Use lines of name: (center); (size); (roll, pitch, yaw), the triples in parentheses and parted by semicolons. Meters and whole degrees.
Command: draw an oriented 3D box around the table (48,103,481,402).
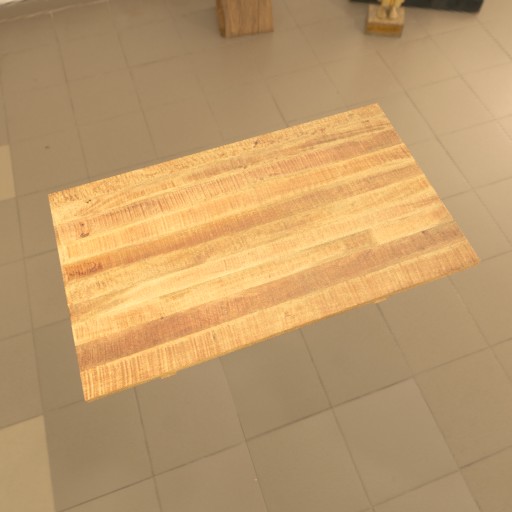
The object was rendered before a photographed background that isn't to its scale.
table: (0.000, 0.000, 1.739); (1.320, 0.455, 0.760); (-18, 65, -9)
